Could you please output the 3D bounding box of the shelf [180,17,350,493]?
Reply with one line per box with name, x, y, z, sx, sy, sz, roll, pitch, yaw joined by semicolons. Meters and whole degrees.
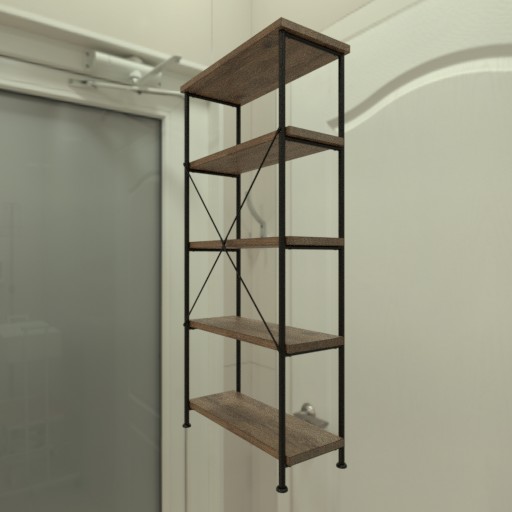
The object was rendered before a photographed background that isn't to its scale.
shelf;0.000;0.000;2.005;0.360;1.700;0.800;0;0;-36
